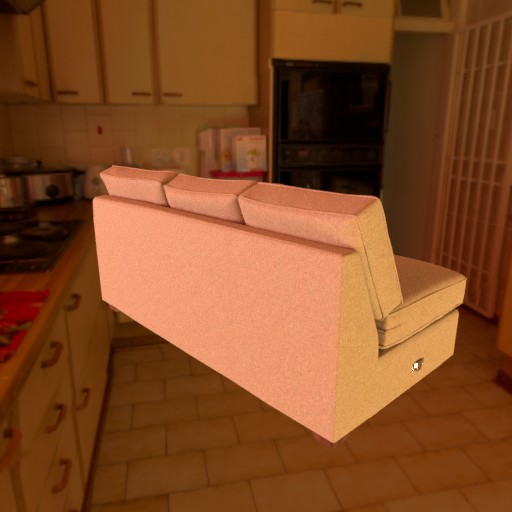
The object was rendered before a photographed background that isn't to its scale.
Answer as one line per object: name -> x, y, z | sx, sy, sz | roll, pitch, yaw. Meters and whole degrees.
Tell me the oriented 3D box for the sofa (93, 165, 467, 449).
sofa -> 0.000, 0.000, 2.493 | 1.034, 0.946, 1.963 | -14, 21, -41
